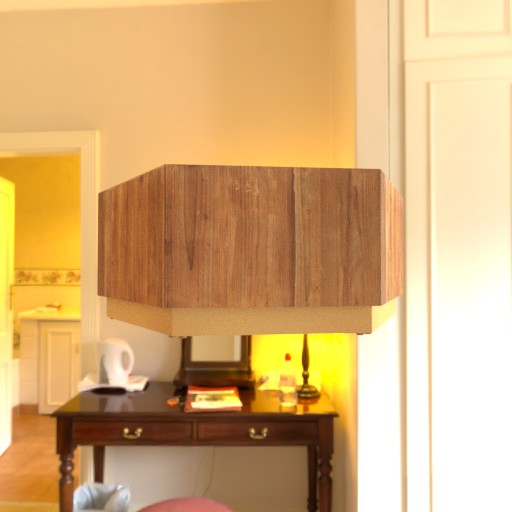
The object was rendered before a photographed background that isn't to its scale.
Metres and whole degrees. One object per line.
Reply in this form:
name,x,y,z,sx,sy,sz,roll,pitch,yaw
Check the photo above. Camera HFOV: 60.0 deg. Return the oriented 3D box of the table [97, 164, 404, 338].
table,0.000,0.000,1.668,1.000,0.456,1.154,1,-1,-36
